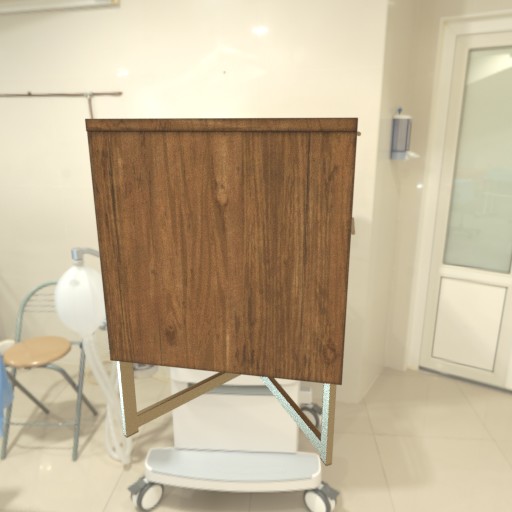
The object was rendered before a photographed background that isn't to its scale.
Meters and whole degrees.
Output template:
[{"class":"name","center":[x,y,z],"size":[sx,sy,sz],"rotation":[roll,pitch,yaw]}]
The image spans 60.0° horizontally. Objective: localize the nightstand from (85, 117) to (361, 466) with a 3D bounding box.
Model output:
[{"class":"nightstand","center":[0.000,0.000,1.047],"size":[0.446,0.610,0.610],"rotation":[3,16,11]}]
